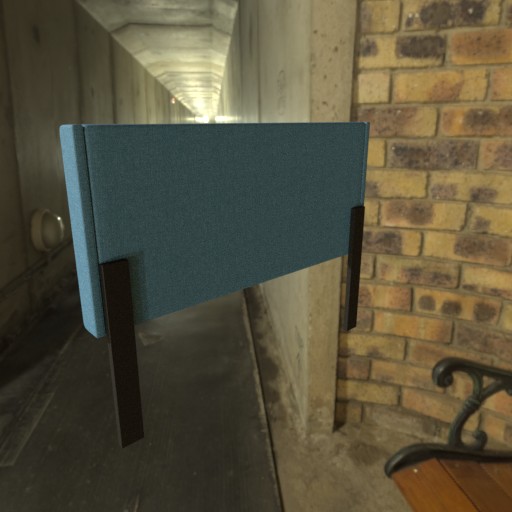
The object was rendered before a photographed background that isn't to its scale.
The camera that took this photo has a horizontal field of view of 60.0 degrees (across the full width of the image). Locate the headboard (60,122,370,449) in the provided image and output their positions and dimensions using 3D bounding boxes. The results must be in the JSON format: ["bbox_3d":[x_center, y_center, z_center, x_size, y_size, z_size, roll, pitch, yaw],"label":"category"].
[{"bbox_3d":[0.000,0.000,2.648,2.051,1.524,0.184,-15,23,-41],"label":"headboard"}]
